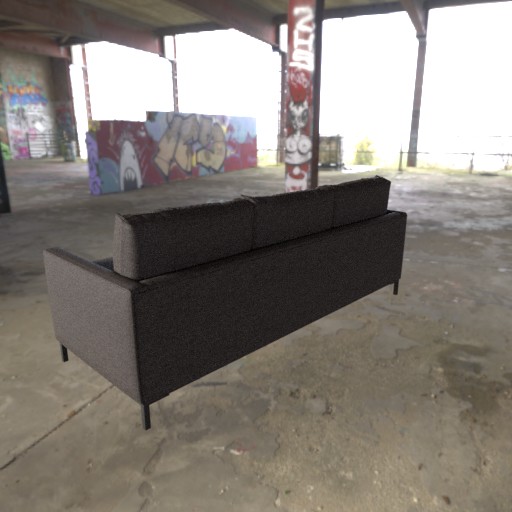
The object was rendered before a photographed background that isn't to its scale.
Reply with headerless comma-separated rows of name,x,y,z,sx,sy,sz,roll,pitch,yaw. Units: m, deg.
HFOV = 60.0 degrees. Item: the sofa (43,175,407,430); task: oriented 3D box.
sofa,0.000,0.000,2.745,0.876,0.882,2.253,15,22,42
